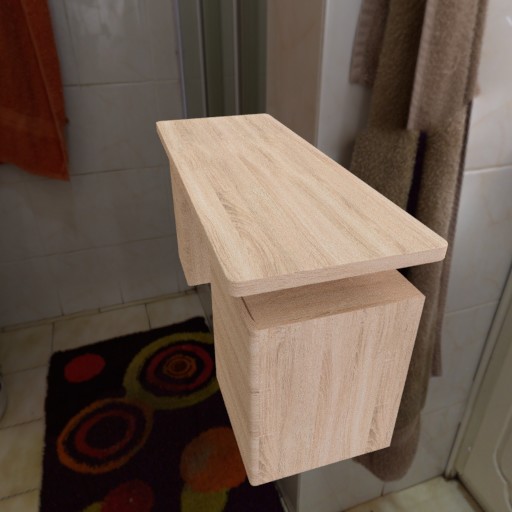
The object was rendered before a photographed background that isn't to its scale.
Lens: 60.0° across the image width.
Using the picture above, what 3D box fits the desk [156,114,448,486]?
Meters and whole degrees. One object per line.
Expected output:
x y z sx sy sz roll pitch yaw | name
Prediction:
0.000 0.000 1.755 0.550 0.760 1.400 -9 32 -15 | desk
